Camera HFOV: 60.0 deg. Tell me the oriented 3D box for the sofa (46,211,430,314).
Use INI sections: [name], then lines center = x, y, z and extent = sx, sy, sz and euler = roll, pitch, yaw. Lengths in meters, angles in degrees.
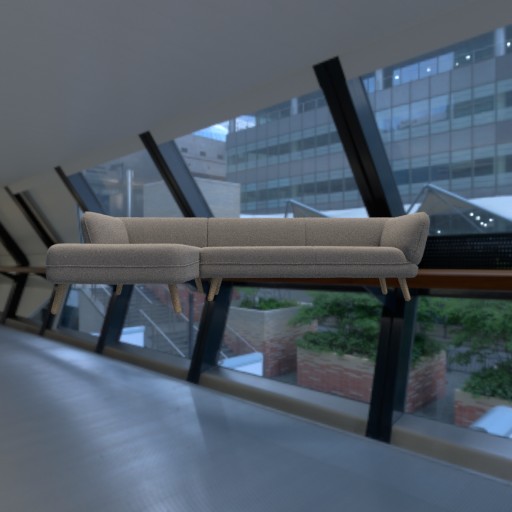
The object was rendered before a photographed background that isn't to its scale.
[sofa]
center = 0.000, 0.000, 3.324
extent = 2.653, 0.693, 1.532
euler = 0, 0, -1
